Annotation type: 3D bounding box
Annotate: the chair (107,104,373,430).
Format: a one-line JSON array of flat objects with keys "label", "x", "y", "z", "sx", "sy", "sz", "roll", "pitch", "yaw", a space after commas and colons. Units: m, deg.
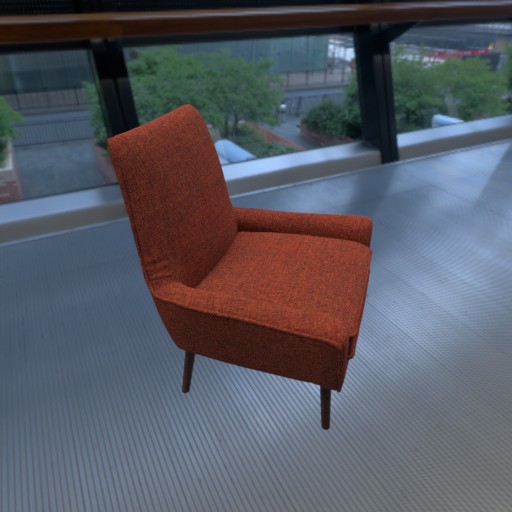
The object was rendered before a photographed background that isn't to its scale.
[{"label": "chair", "x": 0.000, "y": 0.000, "z": 1.565, "sx": 0.784, "sy": 0.911, "sz": 0.803, "roll": 9, "pitch": 31, "yaw": 15}]
